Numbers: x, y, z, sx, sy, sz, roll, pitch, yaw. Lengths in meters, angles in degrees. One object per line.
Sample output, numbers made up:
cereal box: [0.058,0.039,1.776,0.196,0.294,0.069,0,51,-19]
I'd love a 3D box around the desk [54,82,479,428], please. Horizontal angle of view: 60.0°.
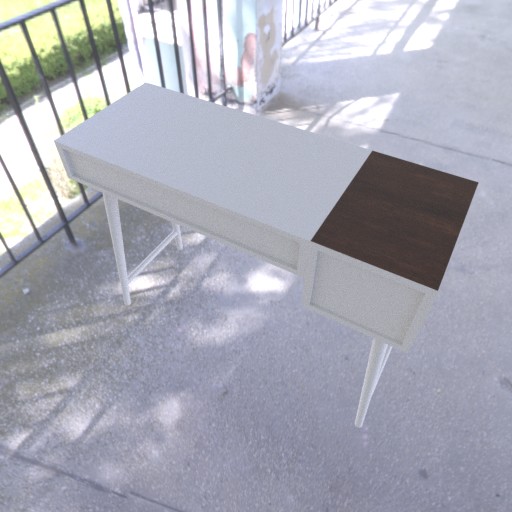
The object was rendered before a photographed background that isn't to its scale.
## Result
desk: [0.000,0.000,1.459,1.069,0.761,0.409,23,52,20]
